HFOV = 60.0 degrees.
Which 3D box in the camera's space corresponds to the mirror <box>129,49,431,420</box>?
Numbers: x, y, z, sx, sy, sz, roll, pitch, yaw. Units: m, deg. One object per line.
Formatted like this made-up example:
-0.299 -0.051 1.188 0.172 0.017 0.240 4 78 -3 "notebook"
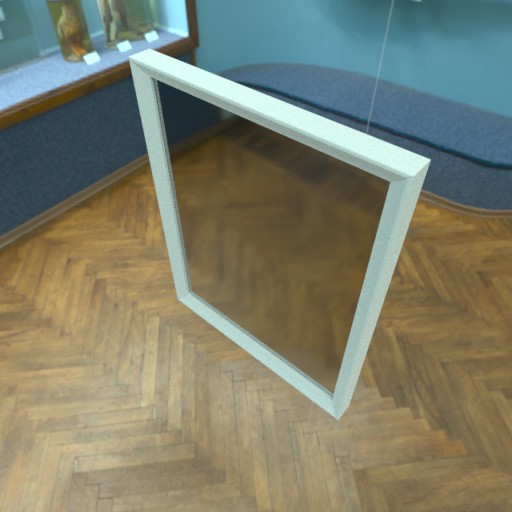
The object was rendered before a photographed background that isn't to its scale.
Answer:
0.000 0.000 0.681 0.406 0.509 0.041 32 54 27 "mirror"
